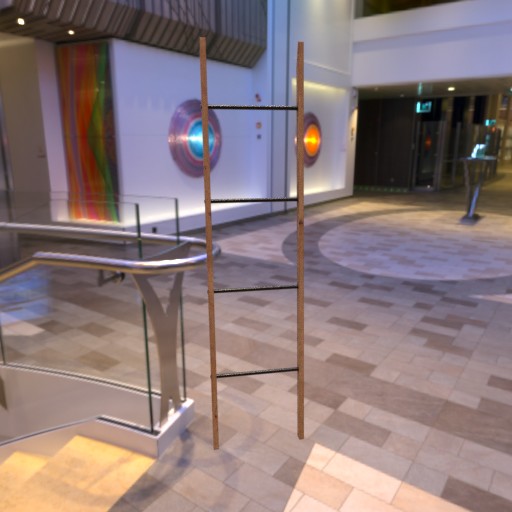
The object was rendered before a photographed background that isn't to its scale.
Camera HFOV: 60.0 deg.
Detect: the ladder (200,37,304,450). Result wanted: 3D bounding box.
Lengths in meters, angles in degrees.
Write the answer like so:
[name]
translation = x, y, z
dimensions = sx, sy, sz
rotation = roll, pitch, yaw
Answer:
[ladder]
translation = 0.000, 0.000, 1.980
dimensions = 0.442, 1.805, 0.200
rotation = -3, 14, -10
